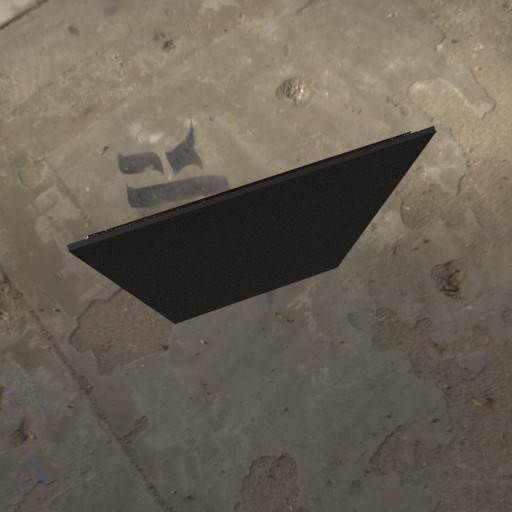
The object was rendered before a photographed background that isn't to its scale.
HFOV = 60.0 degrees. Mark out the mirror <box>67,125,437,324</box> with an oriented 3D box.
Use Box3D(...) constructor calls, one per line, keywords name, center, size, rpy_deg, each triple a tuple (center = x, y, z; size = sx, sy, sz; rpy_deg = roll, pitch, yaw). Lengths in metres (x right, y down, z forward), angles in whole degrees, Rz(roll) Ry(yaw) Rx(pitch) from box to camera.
Box3D(name="mirror", center=(0.000, 0.000, 1.139), size=(0.613, 0.914, 0.039), rpy_deg=(-19, 75, -5))
